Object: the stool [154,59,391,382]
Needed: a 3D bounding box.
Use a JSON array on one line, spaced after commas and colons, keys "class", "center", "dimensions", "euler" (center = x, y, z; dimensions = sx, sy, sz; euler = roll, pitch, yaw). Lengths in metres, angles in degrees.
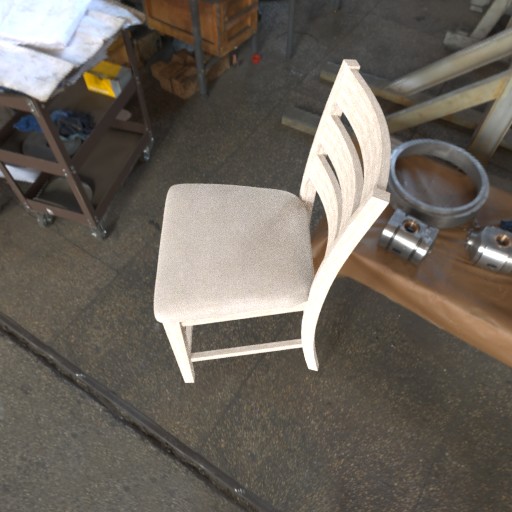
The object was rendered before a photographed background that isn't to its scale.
[{"class": "stool", "center": [0.000, 0.000, 1.368], "dimensions": [0.569, 1.032, 0.484], "euler": [-1, 57, 0]}]
